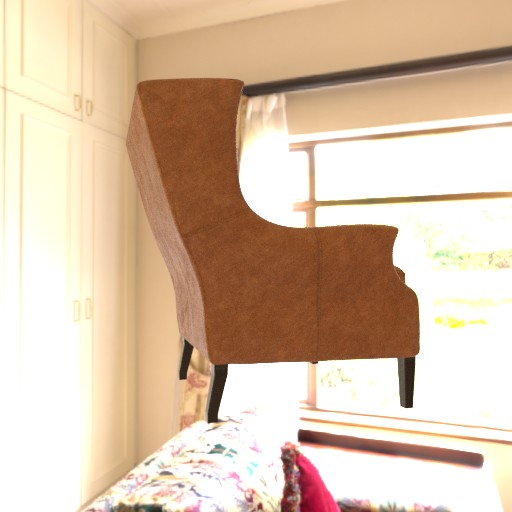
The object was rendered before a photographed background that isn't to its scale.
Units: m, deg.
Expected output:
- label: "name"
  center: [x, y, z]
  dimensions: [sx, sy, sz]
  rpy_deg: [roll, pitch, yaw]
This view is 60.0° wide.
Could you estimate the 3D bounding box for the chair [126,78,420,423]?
- label: "chair"
  center: [0.000, 0.000, 1.681]
  dimensions: [0.926, 1.016, 0.853]
  rpy_deg: [0, -1, -19]
